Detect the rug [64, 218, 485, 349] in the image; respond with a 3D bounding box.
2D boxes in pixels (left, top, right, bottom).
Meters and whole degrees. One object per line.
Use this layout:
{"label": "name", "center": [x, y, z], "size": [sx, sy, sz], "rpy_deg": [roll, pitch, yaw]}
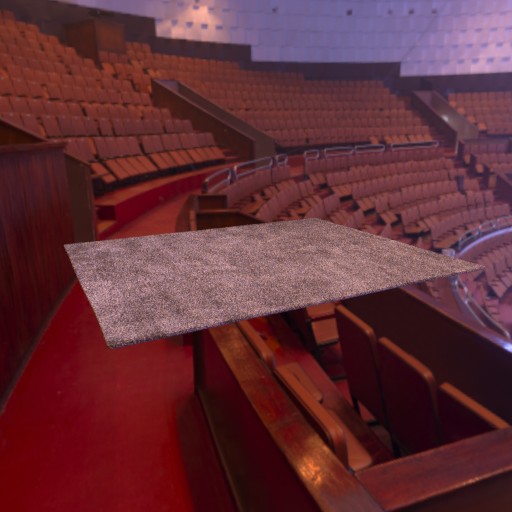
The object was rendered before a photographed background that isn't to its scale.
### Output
{"label": "rug", "center": [0.000, 0.000, 3.993], "size": [3.000, 0.025, 2.401], "rpy_deg": [-8, 18, -27]}
